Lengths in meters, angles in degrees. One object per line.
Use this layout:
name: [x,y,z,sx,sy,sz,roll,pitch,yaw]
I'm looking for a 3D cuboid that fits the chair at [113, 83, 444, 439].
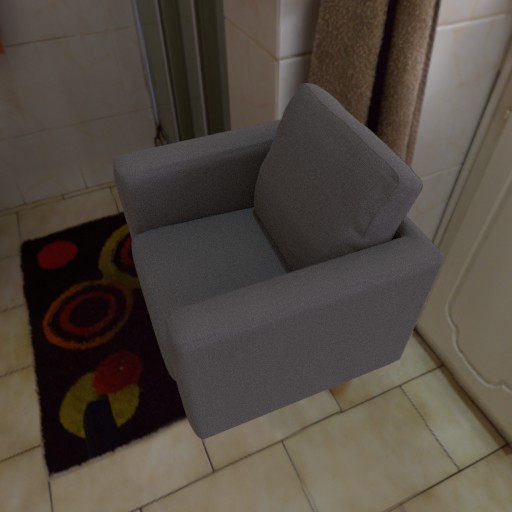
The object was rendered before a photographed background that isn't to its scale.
chair: [0.000,0.000,1.545,0.800,0.927,0.854,-17,49,-15]
